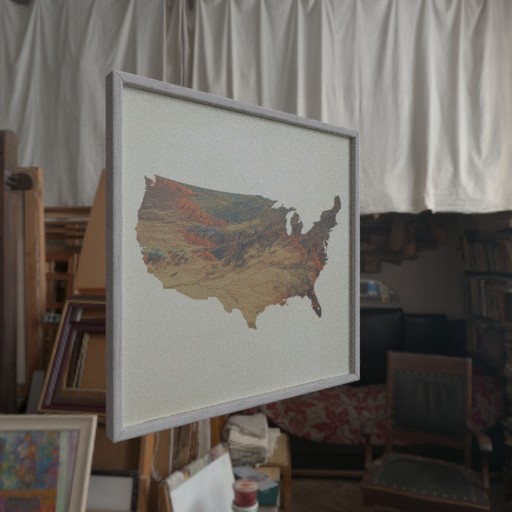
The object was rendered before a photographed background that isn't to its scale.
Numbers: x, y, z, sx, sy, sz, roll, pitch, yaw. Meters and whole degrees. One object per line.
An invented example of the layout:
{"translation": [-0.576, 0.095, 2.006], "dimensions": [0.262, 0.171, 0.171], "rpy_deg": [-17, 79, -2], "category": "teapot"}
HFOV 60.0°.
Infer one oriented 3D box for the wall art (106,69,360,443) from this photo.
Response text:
{"translation": [0.000, 0.000, 1.940], "dimensions": [1.287, 1.288, 0.078], "rpy_deg": [0, 0, -37], "category": "wall art"}
